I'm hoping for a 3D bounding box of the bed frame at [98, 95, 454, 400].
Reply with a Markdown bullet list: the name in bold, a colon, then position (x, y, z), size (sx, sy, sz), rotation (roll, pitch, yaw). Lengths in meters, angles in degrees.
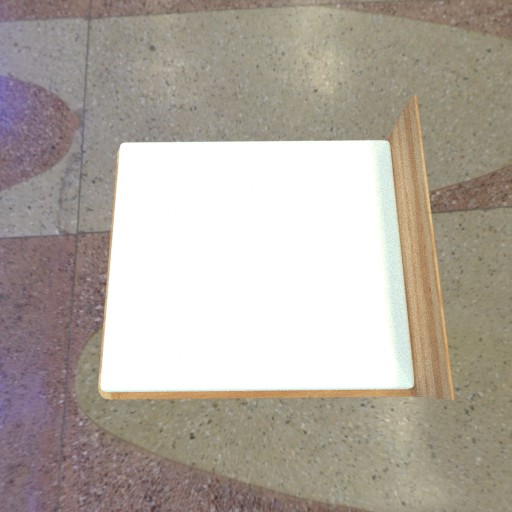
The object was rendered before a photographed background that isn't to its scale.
- **bed frame**: position (0.000, 0.000, 3.054), size (2.092, 0.940, 1.872), rotation (-1, 74, 0)
